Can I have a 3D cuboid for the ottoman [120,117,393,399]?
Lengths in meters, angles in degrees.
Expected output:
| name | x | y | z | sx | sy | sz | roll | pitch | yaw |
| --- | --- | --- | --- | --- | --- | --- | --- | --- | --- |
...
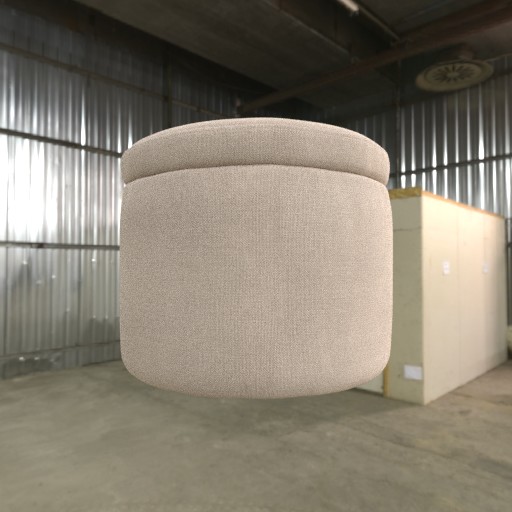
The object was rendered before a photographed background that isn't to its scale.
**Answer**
| name | x | y | z | sx | sy | sz | roll | pitch | yaw |
| --- | --- | --- | --- | --- | --- | --- | --- | --- | --- |
| ottoman | 0.000 | 0.000 | 0.843 | 0.497 | 0.409 | 0.497 | 0 | -1 | 0 |
